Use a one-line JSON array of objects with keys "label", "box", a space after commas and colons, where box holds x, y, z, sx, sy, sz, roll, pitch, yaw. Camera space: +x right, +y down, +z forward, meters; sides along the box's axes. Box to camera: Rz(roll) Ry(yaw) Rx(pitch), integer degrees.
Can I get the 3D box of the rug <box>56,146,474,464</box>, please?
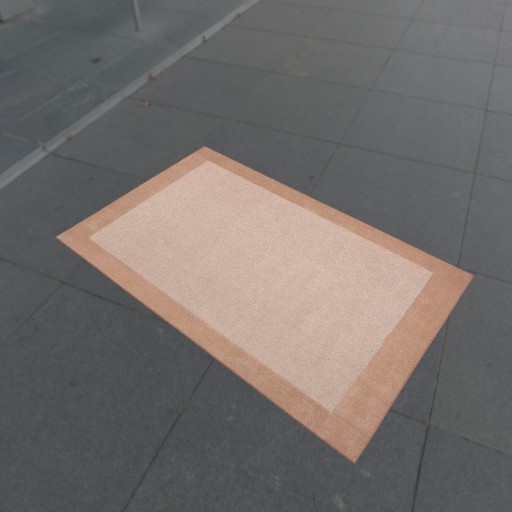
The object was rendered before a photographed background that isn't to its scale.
[{"label": "rug", "box": [0.000, 0.000, 3.027, 2.438, 0.014, 1.524, 30, 53, 26]}]
